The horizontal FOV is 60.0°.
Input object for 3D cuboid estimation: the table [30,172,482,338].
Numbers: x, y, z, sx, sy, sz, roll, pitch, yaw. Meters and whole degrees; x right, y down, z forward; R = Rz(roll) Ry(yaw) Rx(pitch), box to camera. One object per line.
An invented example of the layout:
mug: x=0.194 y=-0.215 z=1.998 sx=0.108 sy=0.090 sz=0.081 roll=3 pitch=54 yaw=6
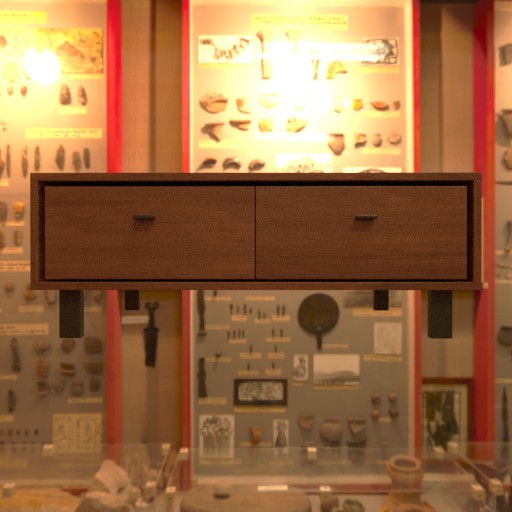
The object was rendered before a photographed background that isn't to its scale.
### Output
table: x=0.000 y=0.000 z=1.280 sx=1.020 sy=0.380 sz=0.600 roll=0 pitch=0 yaw=0
